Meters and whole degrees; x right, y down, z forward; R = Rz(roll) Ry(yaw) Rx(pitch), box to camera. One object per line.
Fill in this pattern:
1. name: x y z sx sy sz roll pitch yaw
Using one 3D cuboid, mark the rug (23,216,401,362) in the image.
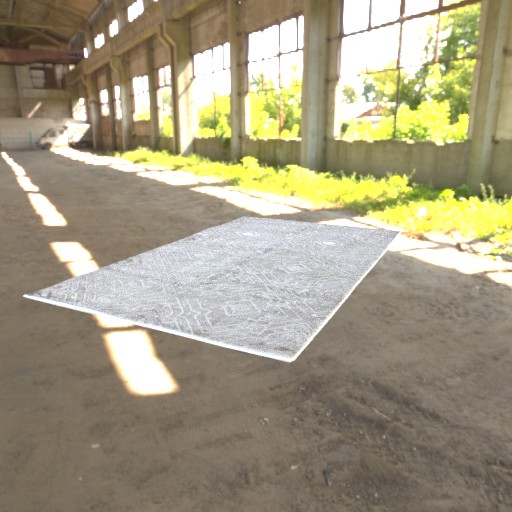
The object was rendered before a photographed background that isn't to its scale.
1. rug: 0.000 0.000 3.047 1.537 0.036 2.447 8 18 26
